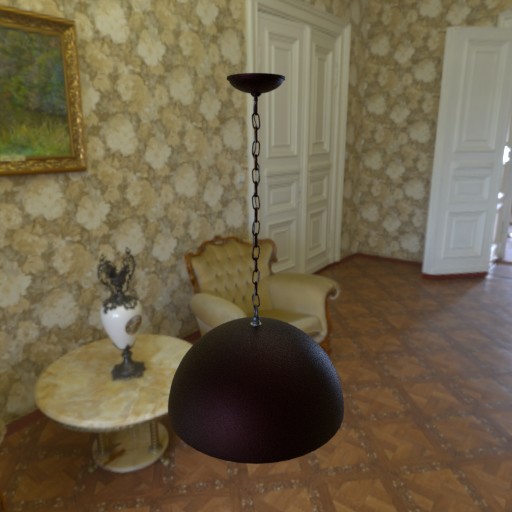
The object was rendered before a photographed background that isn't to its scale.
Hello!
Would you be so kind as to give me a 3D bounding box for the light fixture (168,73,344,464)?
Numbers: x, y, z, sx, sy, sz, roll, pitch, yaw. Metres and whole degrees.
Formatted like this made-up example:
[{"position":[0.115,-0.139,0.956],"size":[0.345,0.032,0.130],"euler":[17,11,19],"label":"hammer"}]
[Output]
[{"position":[0.000,0.000,1.153],"size":[0.492,0.869,0.492],"euler":[-2,14,-9],"label":"light fixture"}]
